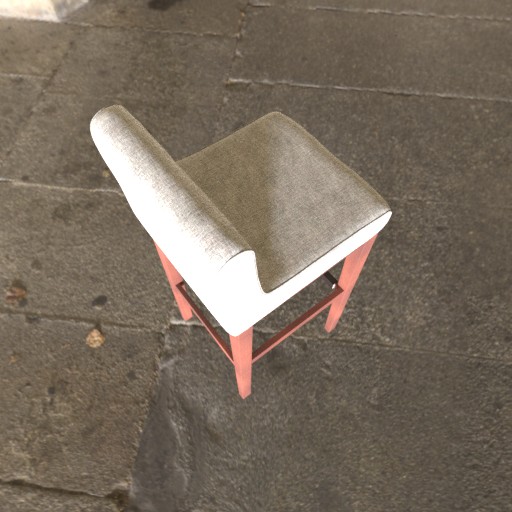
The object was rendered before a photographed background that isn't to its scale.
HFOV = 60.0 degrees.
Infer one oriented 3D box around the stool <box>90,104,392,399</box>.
[{"bbox_3d":[0.000,0.000,1.223,0.499,0.965,0.426,-33,64,-18],"label":"stool"}]
